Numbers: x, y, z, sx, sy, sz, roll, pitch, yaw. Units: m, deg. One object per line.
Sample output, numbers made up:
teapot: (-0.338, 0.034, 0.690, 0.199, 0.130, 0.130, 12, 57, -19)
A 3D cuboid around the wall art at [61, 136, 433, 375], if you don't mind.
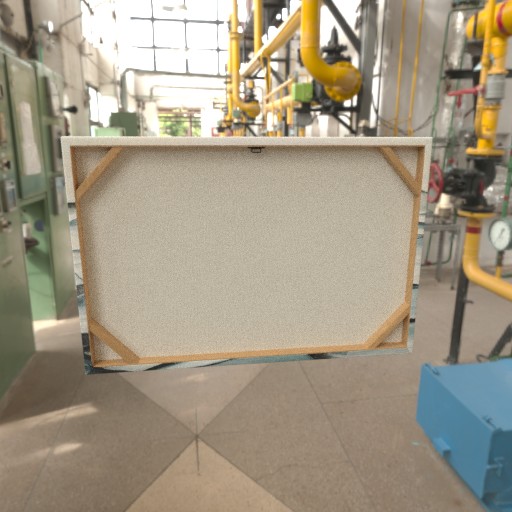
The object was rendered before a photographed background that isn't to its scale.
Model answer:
wall art: (0.000, 0.000, 1.173, 0.914, 0.609, 0.039, -2, 14, -7)
